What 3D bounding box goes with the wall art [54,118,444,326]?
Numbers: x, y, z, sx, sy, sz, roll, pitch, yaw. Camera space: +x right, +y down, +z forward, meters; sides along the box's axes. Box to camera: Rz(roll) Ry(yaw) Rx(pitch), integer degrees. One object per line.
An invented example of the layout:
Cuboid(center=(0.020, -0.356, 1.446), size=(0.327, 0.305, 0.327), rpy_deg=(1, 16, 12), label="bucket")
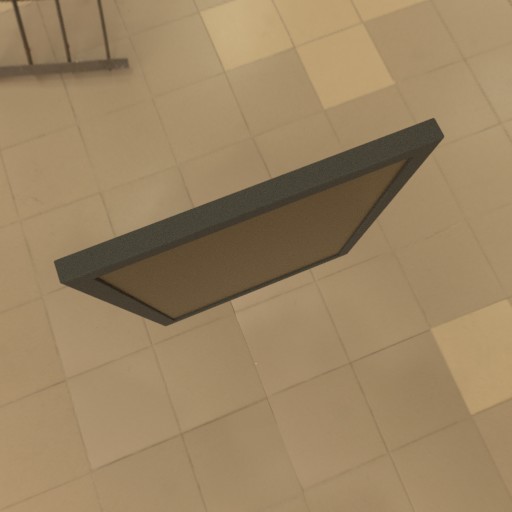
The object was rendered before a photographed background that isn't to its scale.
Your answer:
Cuboid(center=(0.000, 0.000, 0.762), size=(0.457, 0.558, 0.028), rpy_deg=(-21, 77, -5), label="wall art")
